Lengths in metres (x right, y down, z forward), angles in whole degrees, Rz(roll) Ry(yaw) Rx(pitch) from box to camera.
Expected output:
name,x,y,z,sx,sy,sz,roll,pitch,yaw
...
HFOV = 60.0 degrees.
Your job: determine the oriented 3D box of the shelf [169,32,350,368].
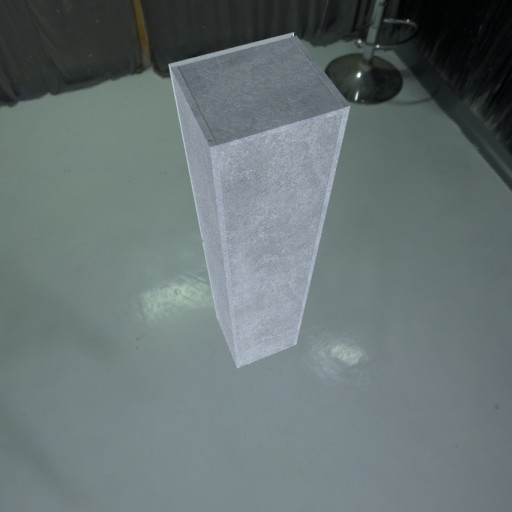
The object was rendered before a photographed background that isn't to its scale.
name,x,y,z,sx,sy,sz,roll,pitch,yaw
shelf,0.000,0.000,1.528,0.300,1.400,0.270,-20,61,-11
